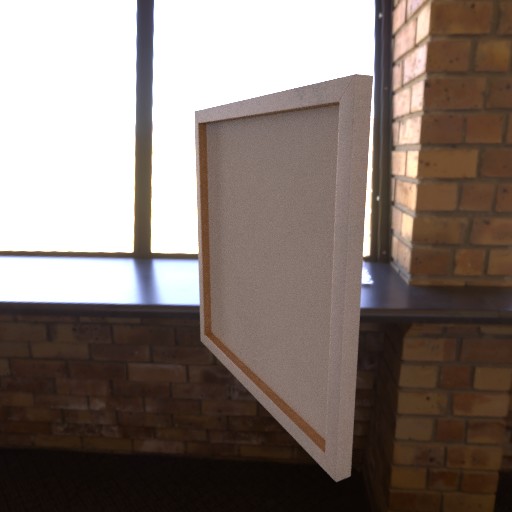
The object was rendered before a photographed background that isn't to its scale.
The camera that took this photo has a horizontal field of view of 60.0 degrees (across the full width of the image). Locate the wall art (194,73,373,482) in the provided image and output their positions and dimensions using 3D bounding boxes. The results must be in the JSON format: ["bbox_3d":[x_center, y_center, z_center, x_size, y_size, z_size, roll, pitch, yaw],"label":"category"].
[{"bbox_3d":[0.000,0.000,1.130,0.038,0.762,0.762,-7,15,-27],"label":"wall art"}]
